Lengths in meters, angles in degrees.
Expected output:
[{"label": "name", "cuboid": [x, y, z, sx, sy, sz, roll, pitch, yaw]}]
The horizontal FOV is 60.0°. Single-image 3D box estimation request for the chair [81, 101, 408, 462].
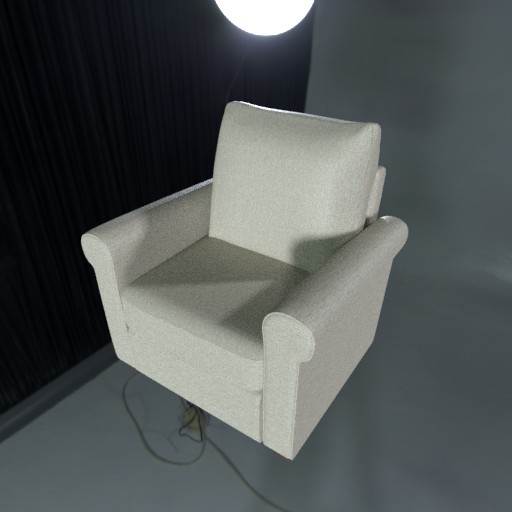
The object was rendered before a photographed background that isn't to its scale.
[{"label": "chair", "cuboid": [0.000, 0.000, 2.311, 1.275, 1.349, 1.180, 19, 36, 29]}]
